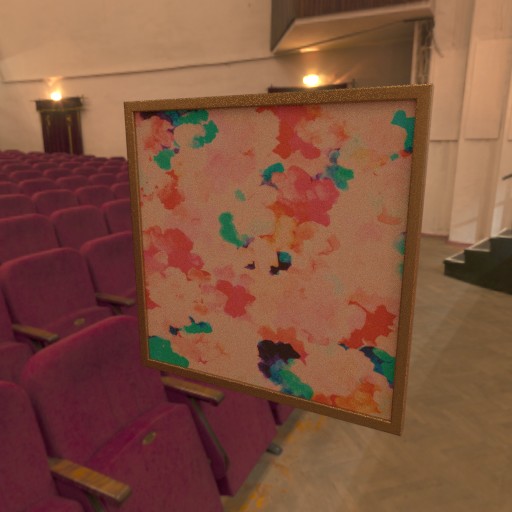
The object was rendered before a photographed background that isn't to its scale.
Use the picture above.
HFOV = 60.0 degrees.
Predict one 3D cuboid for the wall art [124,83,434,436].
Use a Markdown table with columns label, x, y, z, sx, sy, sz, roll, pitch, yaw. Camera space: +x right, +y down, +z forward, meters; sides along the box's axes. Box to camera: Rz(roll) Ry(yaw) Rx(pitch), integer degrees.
| label | x | y | z | sx | sy | sz | roll | pitch | yaw |
| --- | --- | --- | --- | --- | --- | --- | --- | --- | --- |
| wall art | 0.000 | 0.000 | 1.113 | 0.767 | 0.765 | 0.036 | 7 | 15 | 26 |
